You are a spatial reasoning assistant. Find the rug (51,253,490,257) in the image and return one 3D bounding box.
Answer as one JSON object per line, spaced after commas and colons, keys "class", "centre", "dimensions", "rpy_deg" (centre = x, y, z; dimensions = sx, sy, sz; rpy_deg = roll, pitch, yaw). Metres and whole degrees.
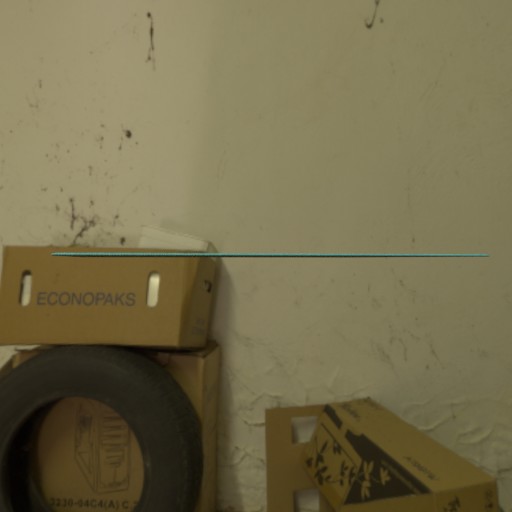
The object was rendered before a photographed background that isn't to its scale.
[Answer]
{"class": "rug", "centre": [0.000, 0.000, 2.842], "dimensions": [2.205, 0.012, 1.554], "rpy_deg": [0, 0, -17]}
